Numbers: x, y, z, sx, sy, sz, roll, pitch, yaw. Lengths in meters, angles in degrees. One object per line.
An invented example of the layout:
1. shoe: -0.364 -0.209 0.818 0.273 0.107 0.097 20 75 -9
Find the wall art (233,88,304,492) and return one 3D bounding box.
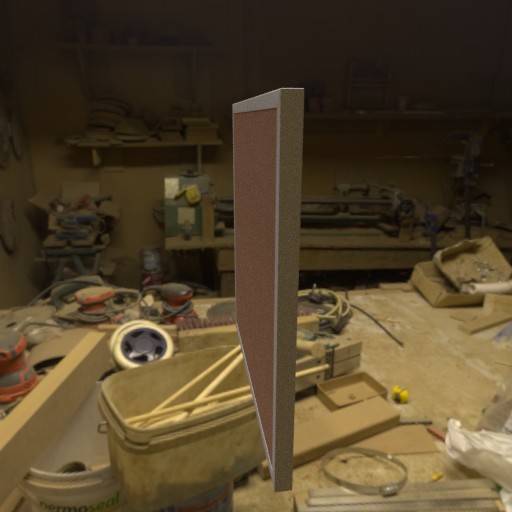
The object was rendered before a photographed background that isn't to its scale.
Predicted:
1. wall art: 0.000 0.000 1.139 0.036 0.760 0.760 -2 17 -8
